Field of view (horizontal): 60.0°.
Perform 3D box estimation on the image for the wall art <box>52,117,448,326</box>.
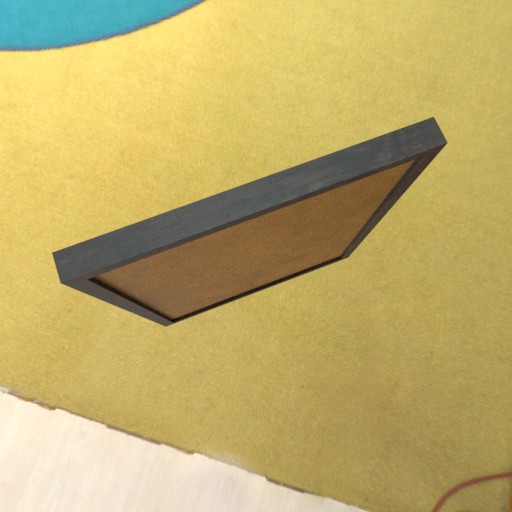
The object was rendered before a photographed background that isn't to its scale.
[{"bbox_3d":[0.000,0.000,0.552,0.329,0.406,0.027,-20,77,-5],"label":"wall art"}]
